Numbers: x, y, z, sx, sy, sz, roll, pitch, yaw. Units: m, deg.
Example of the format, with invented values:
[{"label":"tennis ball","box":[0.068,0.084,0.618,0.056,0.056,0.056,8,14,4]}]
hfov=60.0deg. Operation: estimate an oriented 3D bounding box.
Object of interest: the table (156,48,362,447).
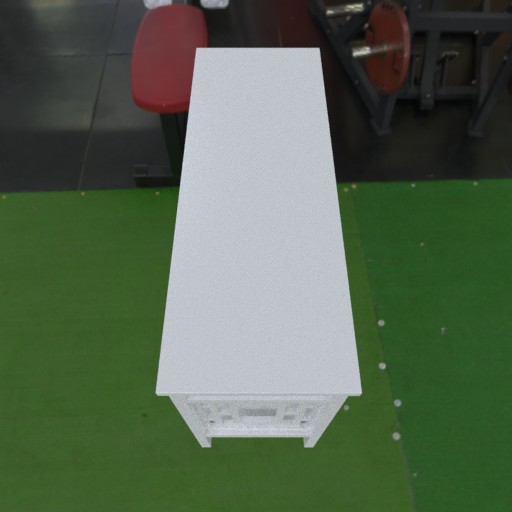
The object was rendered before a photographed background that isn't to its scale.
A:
[{"label":"table","box":[0.000,0.000,1.427,0.397,0.753,1.068,0,58,0]}]
